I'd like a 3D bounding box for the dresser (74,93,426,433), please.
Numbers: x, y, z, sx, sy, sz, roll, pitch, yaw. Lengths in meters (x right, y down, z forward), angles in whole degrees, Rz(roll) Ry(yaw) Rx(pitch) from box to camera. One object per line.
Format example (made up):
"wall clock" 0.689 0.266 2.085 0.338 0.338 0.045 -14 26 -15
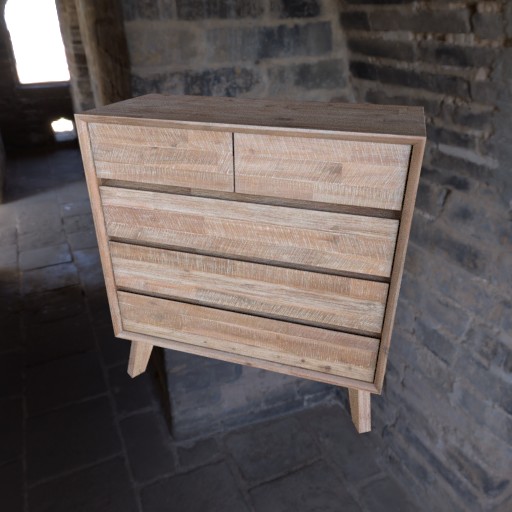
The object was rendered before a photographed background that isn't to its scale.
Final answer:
"dresser" 0.000 0.000 1.623 0.998 1.029 0.455 8 29 16
